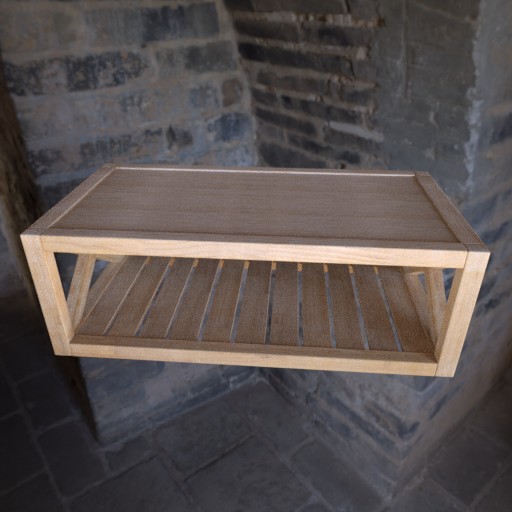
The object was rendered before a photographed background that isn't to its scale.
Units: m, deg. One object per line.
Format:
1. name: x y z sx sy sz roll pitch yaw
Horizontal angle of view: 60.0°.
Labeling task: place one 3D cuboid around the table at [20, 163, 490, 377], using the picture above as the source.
1. table: 0.000 0.000 1.624 1.321 0.457 0.660 2 30 4
